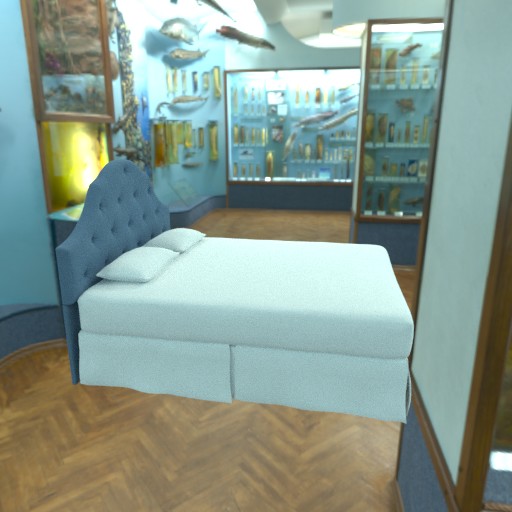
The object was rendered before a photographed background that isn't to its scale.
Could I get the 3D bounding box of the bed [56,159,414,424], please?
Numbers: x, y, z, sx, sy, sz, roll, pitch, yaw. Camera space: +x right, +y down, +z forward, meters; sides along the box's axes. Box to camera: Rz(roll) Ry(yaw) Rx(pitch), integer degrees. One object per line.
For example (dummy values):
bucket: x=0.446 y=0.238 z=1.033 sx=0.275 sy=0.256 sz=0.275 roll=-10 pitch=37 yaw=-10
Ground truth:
bed: x=0.000 y=0.000 z=3.850 sx=2.477 sy=1.617 sz=2.039 roll=3 pitch=16 yaw=10
